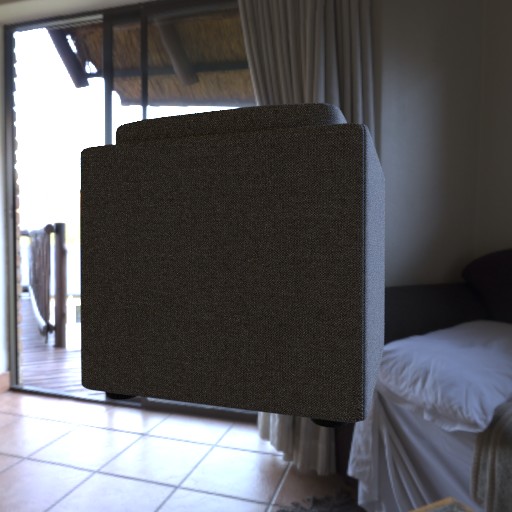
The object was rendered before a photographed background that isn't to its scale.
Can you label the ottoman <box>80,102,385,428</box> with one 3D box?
[{"bbox_3d":[0.000,0.000,0.839,0.450,0.460,0.450,0,1,19],"label":"ottoman"}]
